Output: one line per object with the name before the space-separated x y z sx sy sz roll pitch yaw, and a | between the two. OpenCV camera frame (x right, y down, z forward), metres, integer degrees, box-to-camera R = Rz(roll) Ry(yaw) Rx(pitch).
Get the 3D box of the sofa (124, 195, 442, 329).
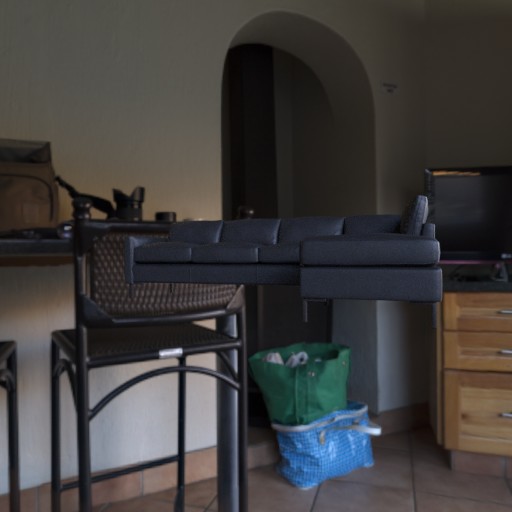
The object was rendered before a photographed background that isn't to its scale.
sofa | 0.000 0.000 3.978 2.984 0.877 1.938 0 0 20
